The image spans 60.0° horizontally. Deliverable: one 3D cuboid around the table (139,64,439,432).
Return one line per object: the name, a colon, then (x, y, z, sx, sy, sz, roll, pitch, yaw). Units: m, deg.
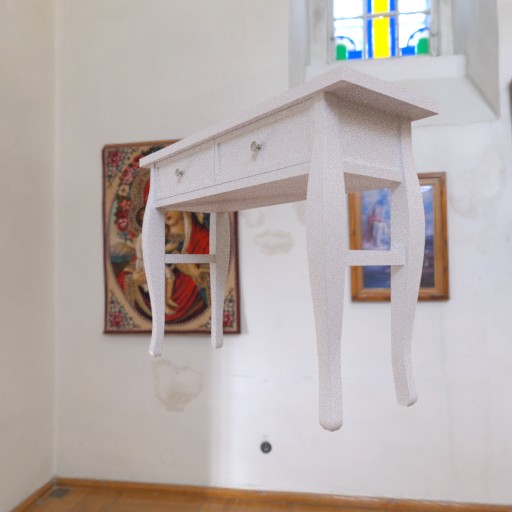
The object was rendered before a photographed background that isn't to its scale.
table: (0.000, 0.000, 1.428, 0.373, 0.768, 1.062, 0, -1, -37)
